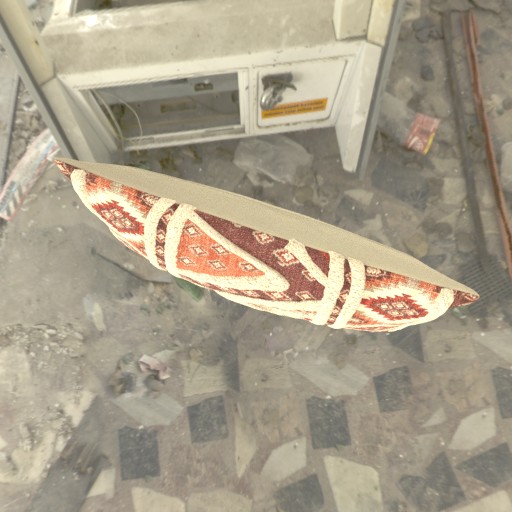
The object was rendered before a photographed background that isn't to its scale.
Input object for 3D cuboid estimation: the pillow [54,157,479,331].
[{"bbox_3d":[0.000,0.000,0.731,0.608,0.295,0.161,18,76,5],"label":"pillow"}]
